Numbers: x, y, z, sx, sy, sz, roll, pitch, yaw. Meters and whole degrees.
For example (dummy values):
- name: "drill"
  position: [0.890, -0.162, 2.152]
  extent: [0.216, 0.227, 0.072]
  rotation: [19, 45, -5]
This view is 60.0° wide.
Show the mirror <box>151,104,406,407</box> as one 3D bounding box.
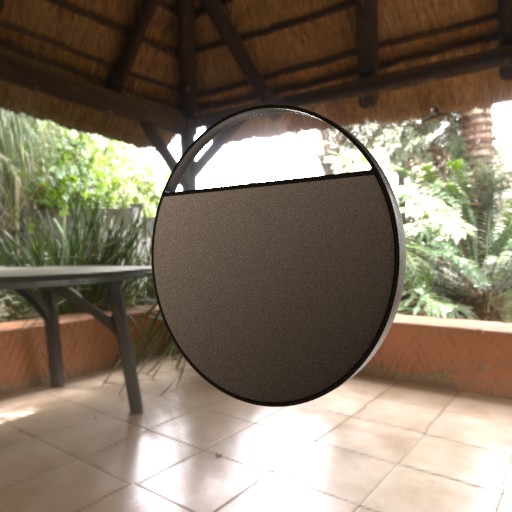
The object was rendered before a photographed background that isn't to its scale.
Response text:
- name: "mirror"
  position: [0.000, 0.000, 0.857]
  extent: [0.565, 0.565, 0.032]
  rotation: [0, 1, 36]
